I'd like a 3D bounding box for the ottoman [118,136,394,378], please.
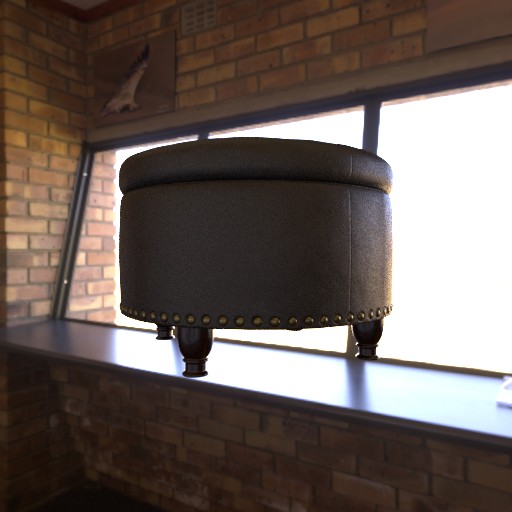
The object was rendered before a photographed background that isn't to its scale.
[{"bbox_3d":[0.000,0.000,1.072,0.637,0.442,0.637,0,0,0],"label":"ottoman"}]
